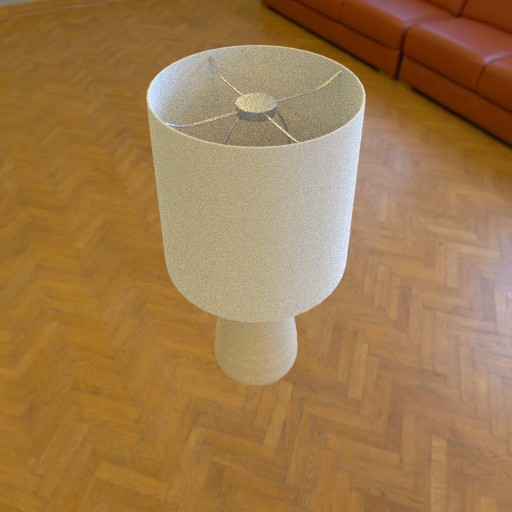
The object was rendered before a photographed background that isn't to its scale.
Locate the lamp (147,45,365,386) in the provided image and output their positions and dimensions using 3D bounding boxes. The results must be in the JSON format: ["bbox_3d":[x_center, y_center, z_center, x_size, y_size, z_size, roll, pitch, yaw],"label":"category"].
[{"bbox_3d":[0.000,0.000,0.469,0.186,0.369,0.186,0,46,0],"label":"lamp"}]
